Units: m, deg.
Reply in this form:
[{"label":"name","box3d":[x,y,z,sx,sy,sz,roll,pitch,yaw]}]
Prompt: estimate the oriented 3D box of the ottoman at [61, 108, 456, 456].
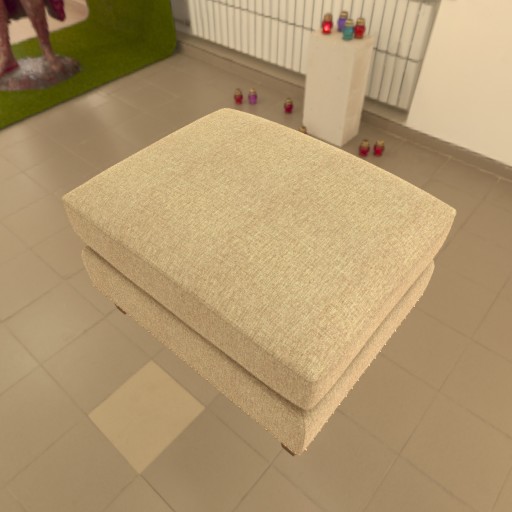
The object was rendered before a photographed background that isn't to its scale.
[{"label":"ottoman","box3d":[0.000,0.000,1.147,0.741,0.513,0.584,32,54,26]}]
